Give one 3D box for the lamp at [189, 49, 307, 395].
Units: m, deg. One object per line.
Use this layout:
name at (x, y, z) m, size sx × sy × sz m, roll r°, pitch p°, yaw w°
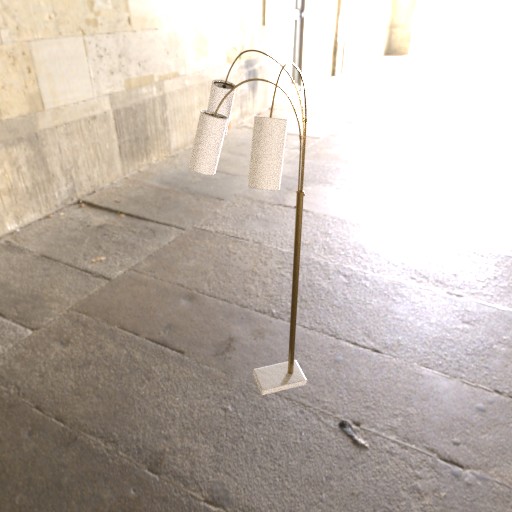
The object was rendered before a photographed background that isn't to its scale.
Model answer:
lamp at (0.000, 0.000, 2.484) m, size 0.667 × 2.055 × 1.020 m, roll -9°, pitch 32°, yaw -15°
